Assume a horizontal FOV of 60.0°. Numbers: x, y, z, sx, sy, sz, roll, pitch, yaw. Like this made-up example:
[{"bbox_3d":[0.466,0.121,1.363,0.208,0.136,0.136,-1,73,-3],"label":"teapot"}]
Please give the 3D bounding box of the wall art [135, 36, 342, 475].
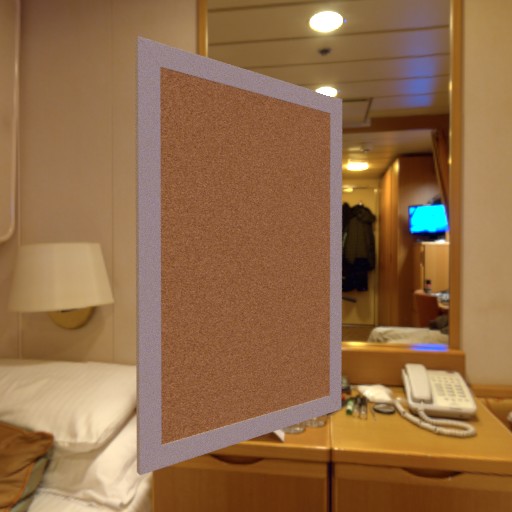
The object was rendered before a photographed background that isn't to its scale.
[{"bbox_3d":[0.000,0.000,0.808,0.454,0.659,0.011,-1,1,-38],"label":"wall art"}]
